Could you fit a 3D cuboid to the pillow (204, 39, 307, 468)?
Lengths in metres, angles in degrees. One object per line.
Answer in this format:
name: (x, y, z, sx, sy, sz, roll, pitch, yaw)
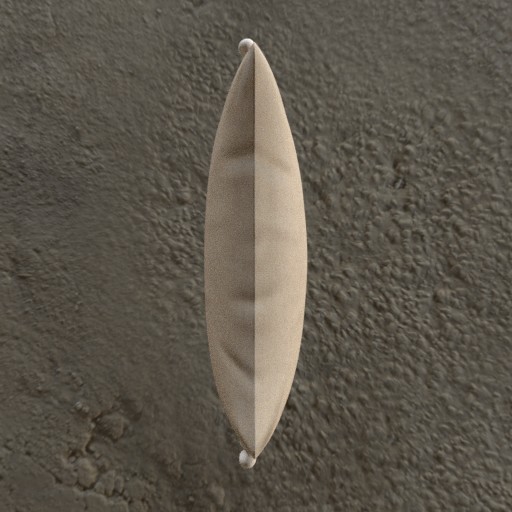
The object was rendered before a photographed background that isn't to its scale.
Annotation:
pillow: (0.000, 0.000, 0.845, 0.201, 0.322, 0.709, 0, 89, 0)
